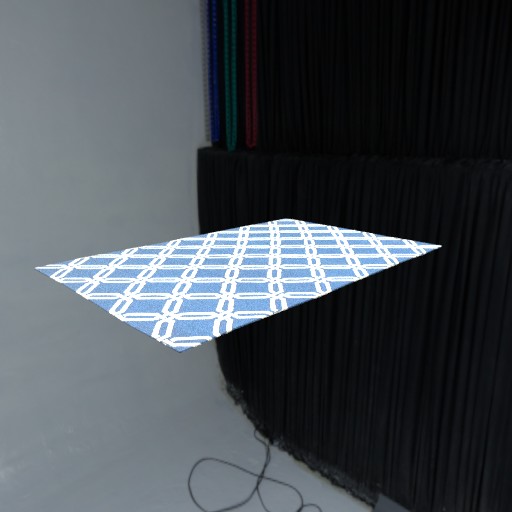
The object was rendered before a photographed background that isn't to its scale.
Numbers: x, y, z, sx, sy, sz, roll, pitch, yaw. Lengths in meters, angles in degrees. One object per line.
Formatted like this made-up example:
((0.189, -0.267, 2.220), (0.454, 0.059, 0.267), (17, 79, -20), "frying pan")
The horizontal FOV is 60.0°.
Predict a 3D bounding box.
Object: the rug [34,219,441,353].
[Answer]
((0.000, 0.000, 2.234), (1.755, 0.010, 1.153), (-15, 21, -43), "rug")
